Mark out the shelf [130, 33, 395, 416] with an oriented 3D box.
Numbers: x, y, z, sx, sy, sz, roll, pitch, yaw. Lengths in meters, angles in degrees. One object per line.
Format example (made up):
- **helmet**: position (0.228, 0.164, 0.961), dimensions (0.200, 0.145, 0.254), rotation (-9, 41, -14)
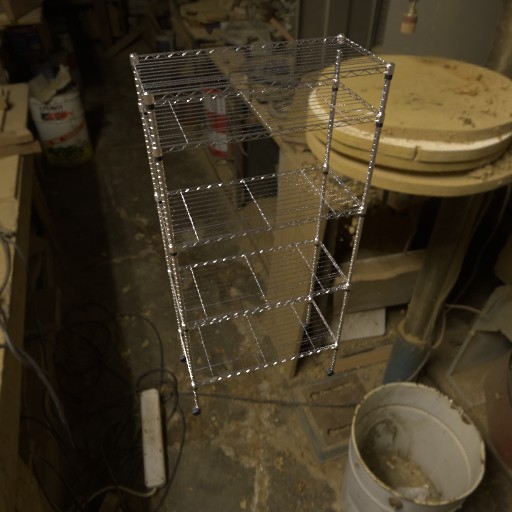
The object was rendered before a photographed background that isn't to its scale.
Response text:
- **shelf**: position (0.000, 0.000, 1.867), dimensions (0.762, 1.587, 0.356), rotation (-12, 42, -14)
